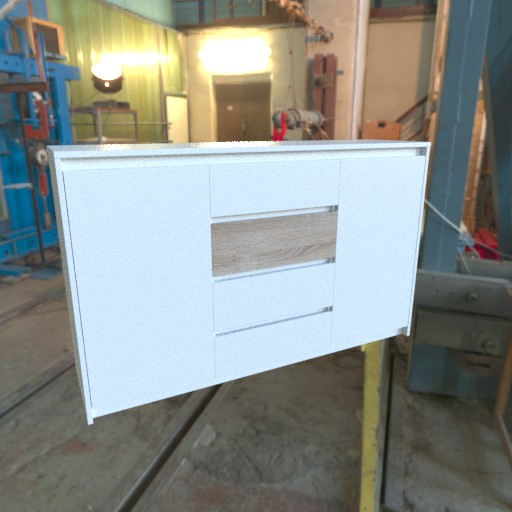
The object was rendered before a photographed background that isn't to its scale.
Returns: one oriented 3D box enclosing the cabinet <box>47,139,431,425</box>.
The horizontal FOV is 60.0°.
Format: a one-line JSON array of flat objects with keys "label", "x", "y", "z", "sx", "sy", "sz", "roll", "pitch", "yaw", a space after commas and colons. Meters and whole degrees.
[{"label": "cabinet", "x": 0.000, "y": 0.000, "z": 1.832, "sx": 1.450, "sy": 0.900, "sz": 0.380, "roll": -8, "pitch": 18, "yaw": -26}]
